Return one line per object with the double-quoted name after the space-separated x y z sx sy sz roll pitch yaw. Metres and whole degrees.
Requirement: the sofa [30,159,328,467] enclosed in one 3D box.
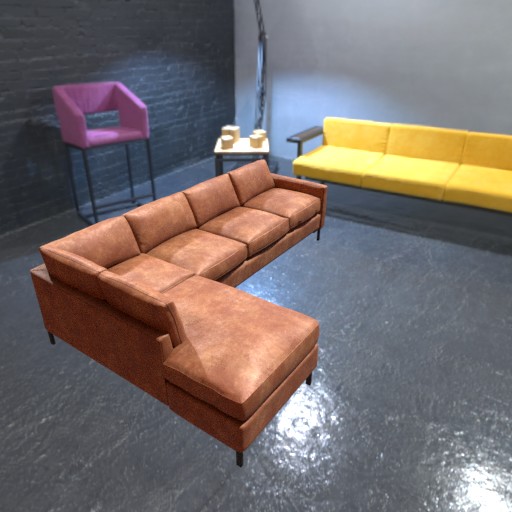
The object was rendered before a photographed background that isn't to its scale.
0.000 0.000 3.824 1.938 0.877 2.984 18 33 31 "sofa"
